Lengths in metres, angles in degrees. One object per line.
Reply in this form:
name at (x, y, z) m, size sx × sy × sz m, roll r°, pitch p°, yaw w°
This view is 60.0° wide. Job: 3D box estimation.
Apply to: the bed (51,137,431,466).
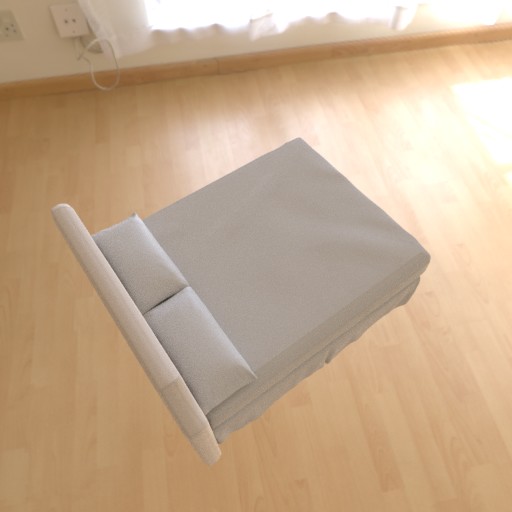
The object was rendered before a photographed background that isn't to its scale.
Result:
bed at (0.000, 0.000, 3.311) m, size 2.164 × 1.297 × 1.828 m, roll -32°, pitch 63°, yaw -18°
